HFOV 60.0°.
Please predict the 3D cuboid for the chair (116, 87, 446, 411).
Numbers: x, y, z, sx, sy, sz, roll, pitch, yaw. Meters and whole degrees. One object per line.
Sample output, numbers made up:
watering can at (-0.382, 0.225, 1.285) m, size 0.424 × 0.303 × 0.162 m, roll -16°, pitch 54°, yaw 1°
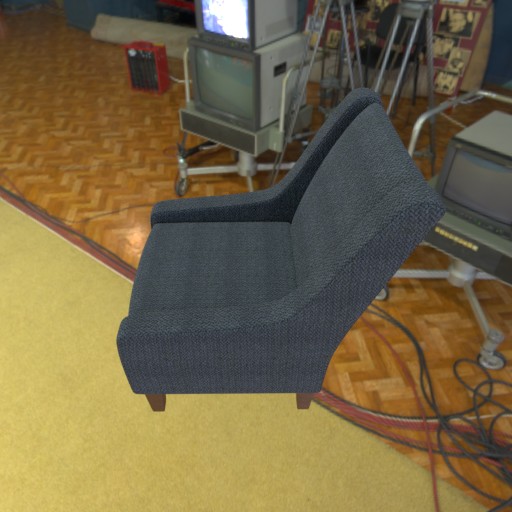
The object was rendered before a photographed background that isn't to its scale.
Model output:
chair at (0.000, 0.000, 1.700) m, size 0.944 × 1.012 × 0.793 m, roll -1°, pitch 41°, yaw -1°
